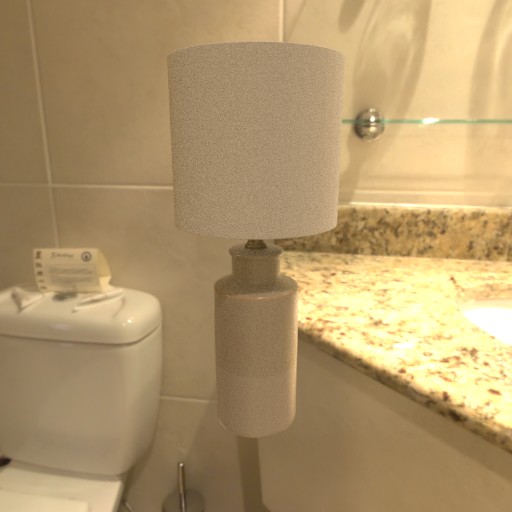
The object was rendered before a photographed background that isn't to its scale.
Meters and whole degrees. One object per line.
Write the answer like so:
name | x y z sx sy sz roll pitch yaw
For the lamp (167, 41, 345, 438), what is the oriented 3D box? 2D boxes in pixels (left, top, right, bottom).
lamp | 0.000 0.000 0.601 0.212 0.493 0.212 -8 17 -27
